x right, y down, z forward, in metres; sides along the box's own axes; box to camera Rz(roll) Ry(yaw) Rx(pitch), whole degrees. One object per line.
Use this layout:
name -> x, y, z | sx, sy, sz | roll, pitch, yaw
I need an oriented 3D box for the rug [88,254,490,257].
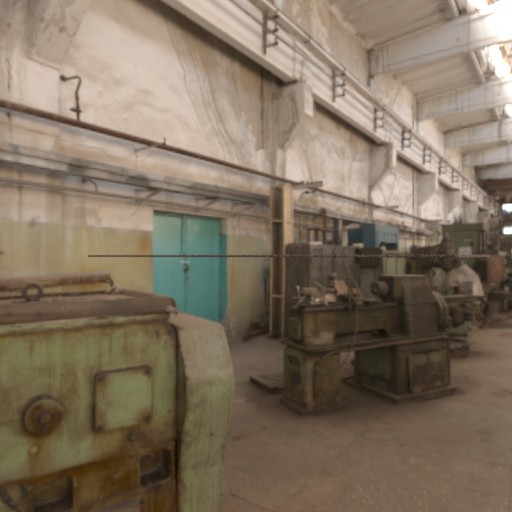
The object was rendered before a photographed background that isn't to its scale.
rug -> 0.000, 0.000, 2.536 | 2.296, 0.011, 0.691 | 0, 0, 37
